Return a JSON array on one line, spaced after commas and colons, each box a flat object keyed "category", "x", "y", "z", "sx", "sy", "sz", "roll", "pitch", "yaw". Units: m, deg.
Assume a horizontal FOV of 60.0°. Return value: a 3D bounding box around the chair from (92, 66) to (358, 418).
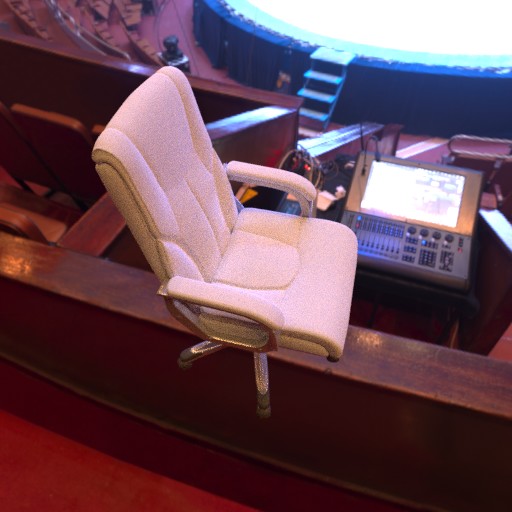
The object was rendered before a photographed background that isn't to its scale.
[{"category": "chair", "x": 0.000, "y": 0.000, "z": 1.562, "sx": 0.738, "sy": 1.120, "sz": 0.687, "roll": 11, "pitch": 48, "yaw": 10}]
